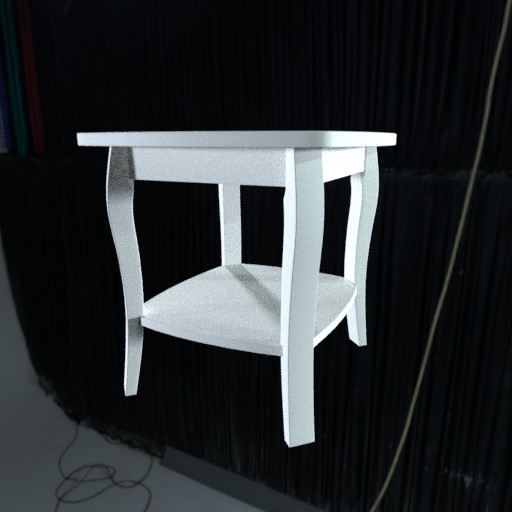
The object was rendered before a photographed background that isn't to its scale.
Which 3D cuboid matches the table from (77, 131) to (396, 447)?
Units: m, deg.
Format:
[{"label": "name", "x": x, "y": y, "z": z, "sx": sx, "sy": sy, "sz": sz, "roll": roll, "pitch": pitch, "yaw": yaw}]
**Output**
[{"label": "table", "x": 0.000, "y": 0.000, "z": 0.822, "sx": 0.451, "sy": 0.438, "sz": 0.502, "roll": 7, "pitch": 16, "yaw": 25}]
